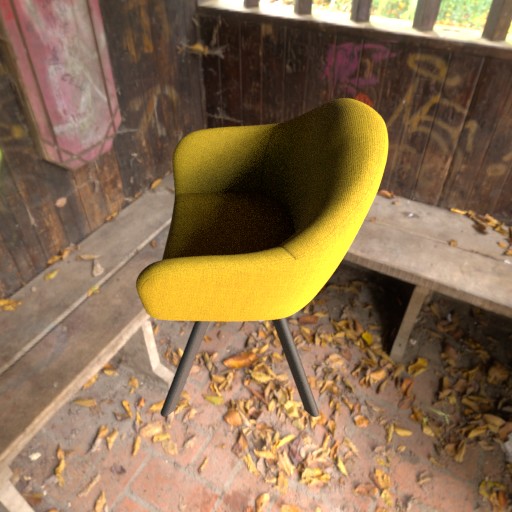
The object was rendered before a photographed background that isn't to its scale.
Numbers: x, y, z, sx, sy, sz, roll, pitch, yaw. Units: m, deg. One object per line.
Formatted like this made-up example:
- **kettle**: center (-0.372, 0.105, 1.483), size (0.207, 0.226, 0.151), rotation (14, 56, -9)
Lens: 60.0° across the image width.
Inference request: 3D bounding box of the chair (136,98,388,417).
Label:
- **chair**: center (0.000, 0.000, 1.193), size (0.550, 0.795, 0.590), rotation (0, 41, 0)
